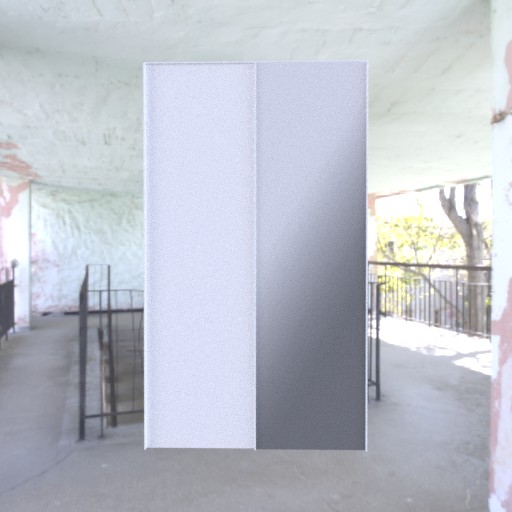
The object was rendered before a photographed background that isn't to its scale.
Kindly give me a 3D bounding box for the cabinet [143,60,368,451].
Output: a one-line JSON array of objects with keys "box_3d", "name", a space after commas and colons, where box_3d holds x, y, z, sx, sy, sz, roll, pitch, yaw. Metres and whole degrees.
[{"box_3d": [0.000, 0.000, 2.692, 1.250, 2.160, 0.480, 0, 1, 1], "name": "cabinet"}]
